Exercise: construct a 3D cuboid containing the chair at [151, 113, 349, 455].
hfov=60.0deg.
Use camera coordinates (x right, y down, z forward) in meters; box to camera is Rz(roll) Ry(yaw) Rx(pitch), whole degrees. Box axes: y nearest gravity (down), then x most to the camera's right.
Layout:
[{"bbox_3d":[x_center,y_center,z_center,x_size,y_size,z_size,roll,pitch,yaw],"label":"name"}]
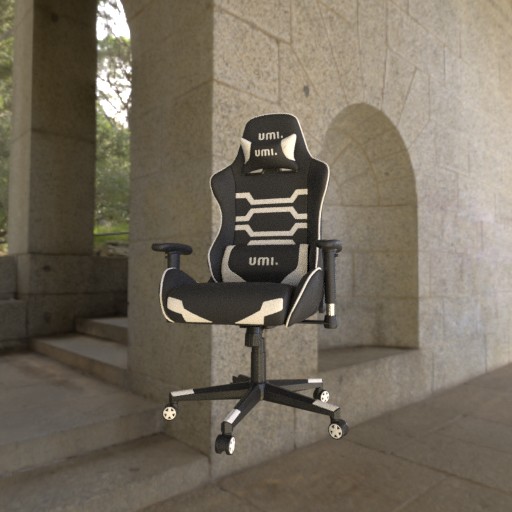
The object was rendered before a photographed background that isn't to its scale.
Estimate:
[{"bbox_3d":[0.000,0.000,1.689,0.700,1.240,0.700,-1,-2,17],"label":"chair"}]
